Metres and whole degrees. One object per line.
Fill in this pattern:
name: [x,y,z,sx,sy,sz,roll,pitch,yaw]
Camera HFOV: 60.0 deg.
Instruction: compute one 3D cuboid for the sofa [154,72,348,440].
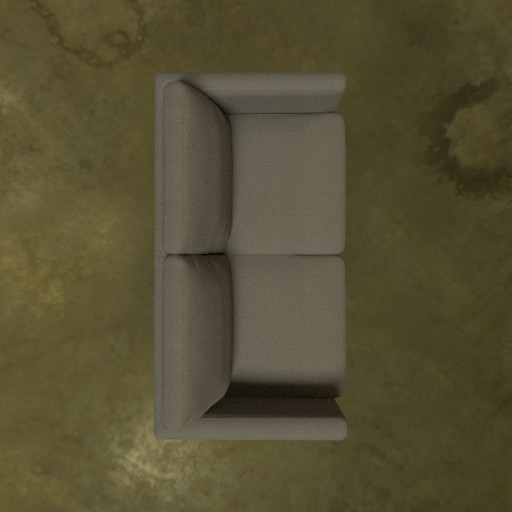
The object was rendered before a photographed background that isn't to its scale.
sofa: [0.000,0.000,2.280,0.940,0.866,1.713,0,89,0]
